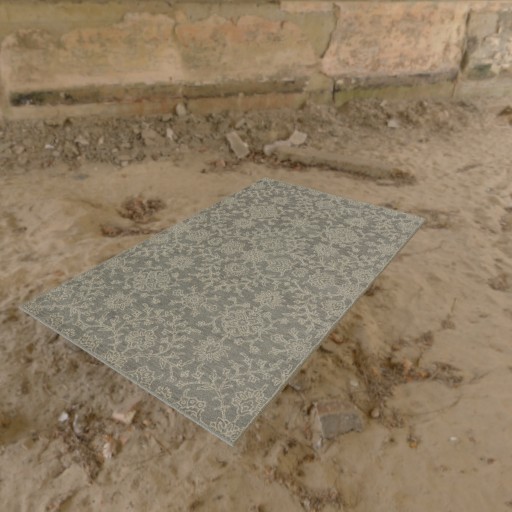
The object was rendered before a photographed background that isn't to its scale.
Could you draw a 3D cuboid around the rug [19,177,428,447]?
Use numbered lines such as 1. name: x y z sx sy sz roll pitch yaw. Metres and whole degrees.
1. rug: 0.000 0.000 2.938 1.515 0.010 2.430 20 37 30
